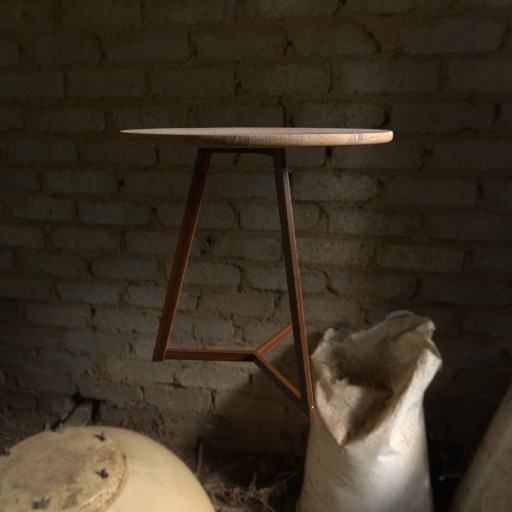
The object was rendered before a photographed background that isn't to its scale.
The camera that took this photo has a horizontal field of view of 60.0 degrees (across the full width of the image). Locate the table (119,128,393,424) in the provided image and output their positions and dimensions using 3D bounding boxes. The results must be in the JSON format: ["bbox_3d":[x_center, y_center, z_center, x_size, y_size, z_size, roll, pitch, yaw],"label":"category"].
[{"bbox_3d":[0.000,0.000,0.916,0.500,0.500,0.500,0,17,0],"label":"table"}]
